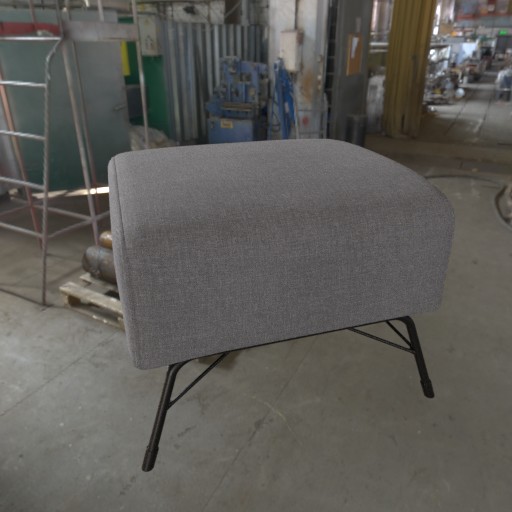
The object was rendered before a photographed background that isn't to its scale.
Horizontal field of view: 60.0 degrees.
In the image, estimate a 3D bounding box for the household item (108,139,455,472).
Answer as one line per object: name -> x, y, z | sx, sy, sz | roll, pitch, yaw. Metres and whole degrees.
household item -> 0.000, 0.000, 0.881 | 0.530, 0.410, 0.530 | -8, 27, -16
